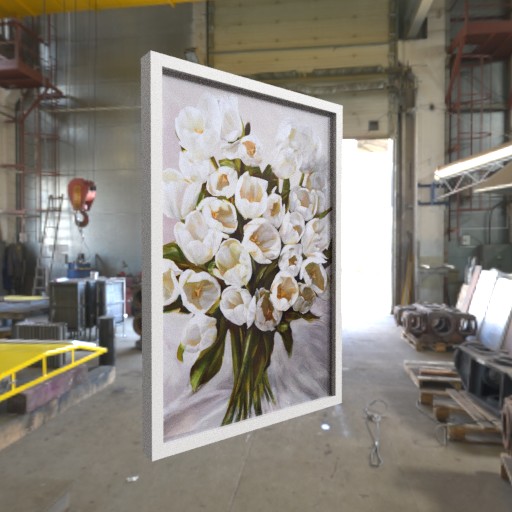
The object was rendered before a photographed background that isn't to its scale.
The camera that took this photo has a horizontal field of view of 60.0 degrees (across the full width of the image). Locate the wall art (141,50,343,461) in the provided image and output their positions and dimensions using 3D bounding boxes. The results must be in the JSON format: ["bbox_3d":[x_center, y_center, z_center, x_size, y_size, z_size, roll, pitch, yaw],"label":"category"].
[{"bbox_3d":[0.000,0.000,0.560,0.293,0.428,0.025,-1,1,-37],"label":"wall art"}]
